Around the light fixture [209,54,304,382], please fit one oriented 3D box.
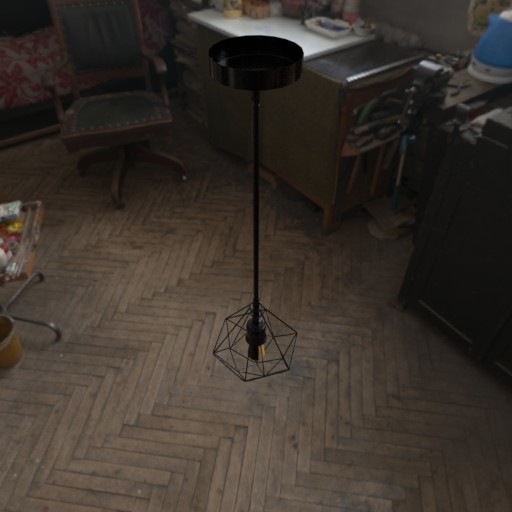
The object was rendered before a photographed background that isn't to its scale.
[{"bbox_3d":[0.000,0.000,1.983,0.431,1.764,0.487,10,45,10],"label":"light fixture"}]
